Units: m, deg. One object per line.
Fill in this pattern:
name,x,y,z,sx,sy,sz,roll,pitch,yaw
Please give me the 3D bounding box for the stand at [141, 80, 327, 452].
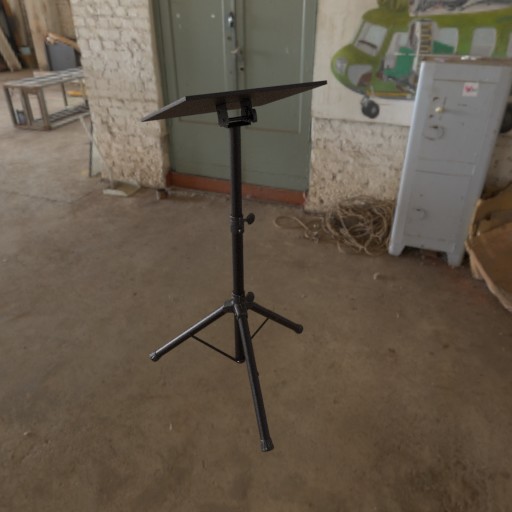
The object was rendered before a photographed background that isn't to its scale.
stand,0.000,0.000,1.608,0.702,1.198,0.702,-18,35,-28
